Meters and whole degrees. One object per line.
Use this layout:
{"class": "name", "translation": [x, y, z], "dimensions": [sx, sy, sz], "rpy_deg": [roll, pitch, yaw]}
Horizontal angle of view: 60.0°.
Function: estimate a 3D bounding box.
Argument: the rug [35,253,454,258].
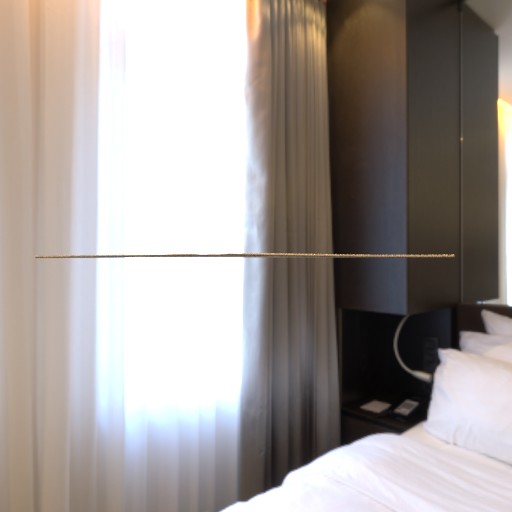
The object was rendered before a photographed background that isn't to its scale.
{"class": "rug", "translation": [0.000, 0.000, 2.296], "dimensions": [1.773, 0.021, 1.149], "rpy_deg": [0, 0, 18]}
